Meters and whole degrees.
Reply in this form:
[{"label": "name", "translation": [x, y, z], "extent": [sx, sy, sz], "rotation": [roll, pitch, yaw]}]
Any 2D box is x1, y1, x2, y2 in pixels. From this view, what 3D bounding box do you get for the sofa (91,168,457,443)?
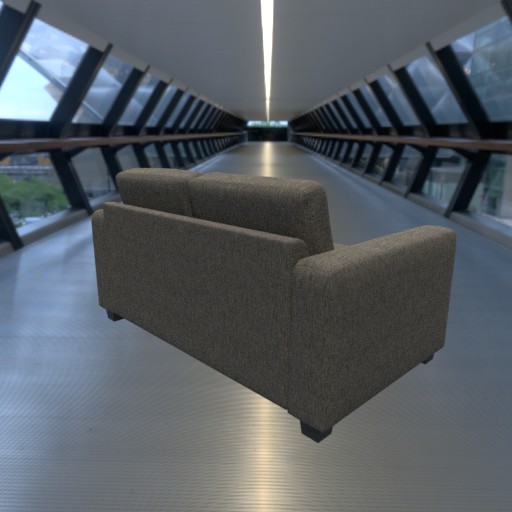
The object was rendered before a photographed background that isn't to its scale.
[{"label": "sofa", "translation": [0.000, 0.000, 2.059], "extent": [0.900, 0.800, 1.520], "rotation": [-14, 20, -42]}]
